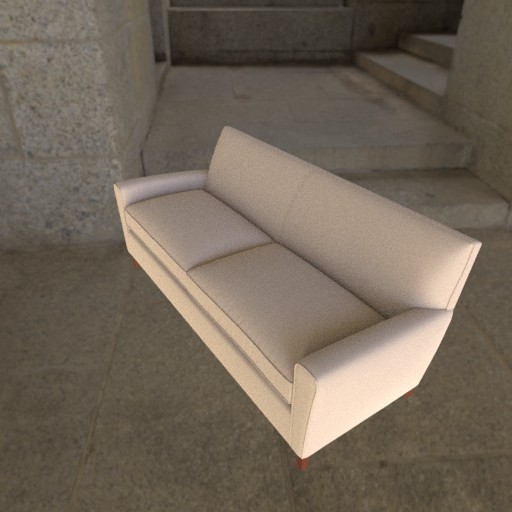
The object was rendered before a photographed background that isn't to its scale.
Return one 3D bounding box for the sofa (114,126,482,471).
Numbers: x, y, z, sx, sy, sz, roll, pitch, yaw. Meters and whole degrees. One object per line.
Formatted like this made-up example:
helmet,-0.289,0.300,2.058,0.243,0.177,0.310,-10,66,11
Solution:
sofa,0.000,0.000,2.424,0.875,0.846,2.000,-20,38,-28
